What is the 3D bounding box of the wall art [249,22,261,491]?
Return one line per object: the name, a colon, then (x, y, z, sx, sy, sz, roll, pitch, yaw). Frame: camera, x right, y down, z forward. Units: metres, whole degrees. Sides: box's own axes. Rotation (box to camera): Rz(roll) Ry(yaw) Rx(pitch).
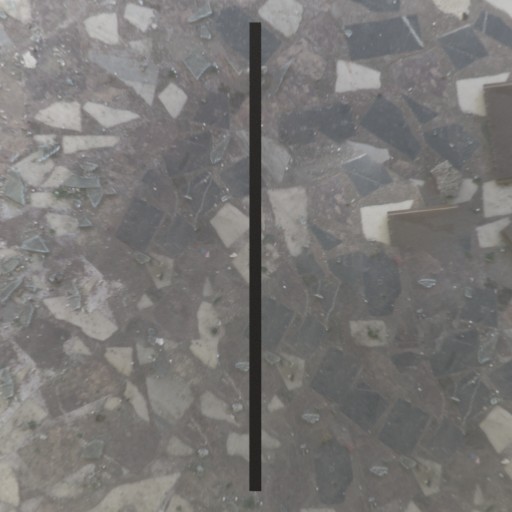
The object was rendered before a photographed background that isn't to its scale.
wall art: (0.000, 0.000, 1.763, 0.041, 0.554, 1.572, 0, 89, 0)
